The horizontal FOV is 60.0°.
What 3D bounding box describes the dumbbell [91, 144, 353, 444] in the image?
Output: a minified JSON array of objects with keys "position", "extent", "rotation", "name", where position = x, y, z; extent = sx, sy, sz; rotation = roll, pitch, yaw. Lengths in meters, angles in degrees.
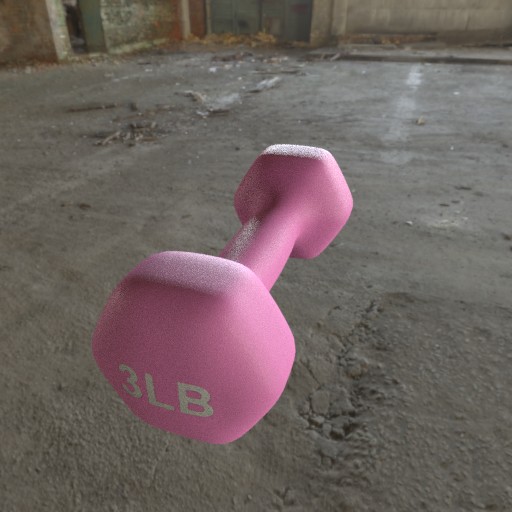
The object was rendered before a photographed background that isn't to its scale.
[{"position":[0.000,0.000,0.189],"extent":[0.064,0.058,0.159],"rotation":[10,32,17],"name":"dumbbell"}]
